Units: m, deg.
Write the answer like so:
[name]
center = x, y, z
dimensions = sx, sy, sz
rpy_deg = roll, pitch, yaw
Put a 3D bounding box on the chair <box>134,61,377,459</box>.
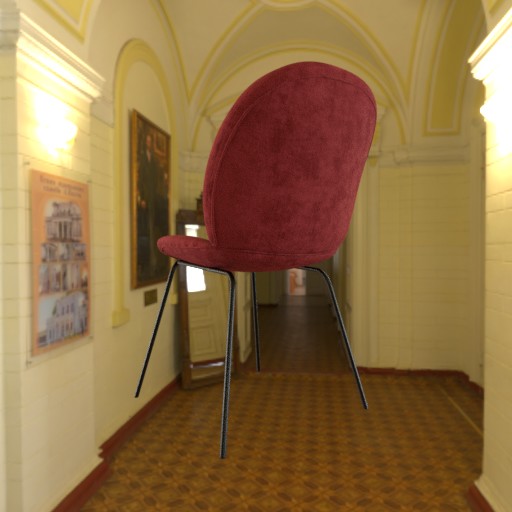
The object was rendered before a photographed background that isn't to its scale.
[chair]
center = 0.000, 0.000, 1.151
dimensions = 0.458, 0.791, 0.587
rpy_deg = -1, 1, -38
